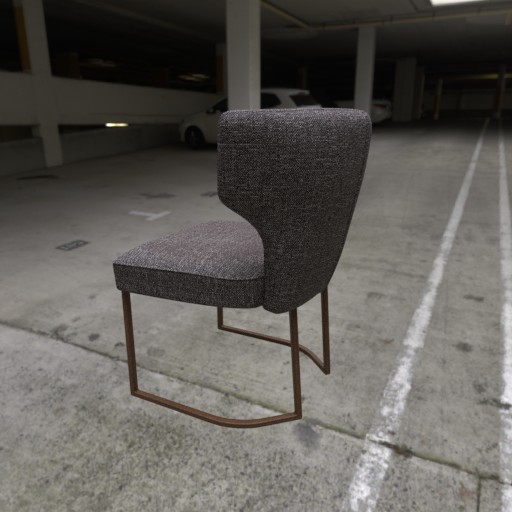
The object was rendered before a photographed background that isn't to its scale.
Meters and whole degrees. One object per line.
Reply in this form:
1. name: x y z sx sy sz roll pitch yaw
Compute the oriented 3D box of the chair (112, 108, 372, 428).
1. chair: 0.000 0.000 1.313 0.617 0.824 0.611 8 19 26
